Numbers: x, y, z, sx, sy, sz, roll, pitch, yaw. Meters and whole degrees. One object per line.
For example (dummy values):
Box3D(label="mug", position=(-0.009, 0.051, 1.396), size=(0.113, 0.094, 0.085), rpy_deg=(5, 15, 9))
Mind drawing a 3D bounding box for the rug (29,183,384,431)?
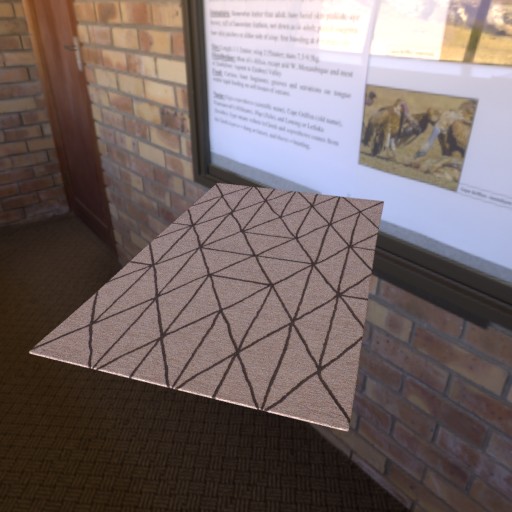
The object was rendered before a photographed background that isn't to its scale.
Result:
Box3D(label="rug", position=(0.000, 0.000, 2.960), size=(1.526, 0.008, 2.465), rpy_deg=(9, 30, 15))
